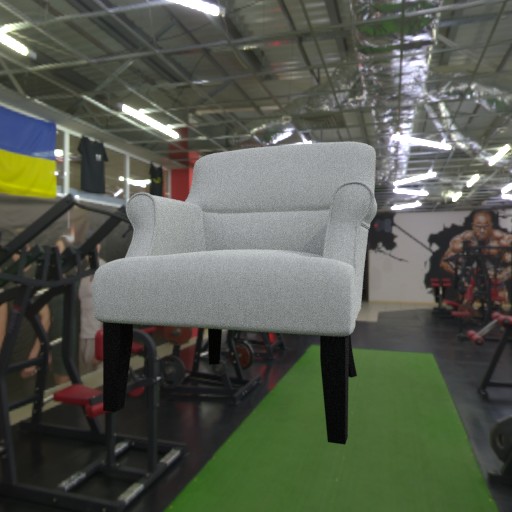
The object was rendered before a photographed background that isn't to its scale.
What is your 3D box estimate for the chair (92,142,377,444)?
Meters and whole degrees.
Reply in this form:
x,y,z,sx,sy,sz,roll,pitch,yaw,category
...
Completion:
x,y,z,sx,sy,sz,roll,pitch,yaw,category
0.000,0.000,1.462,0.781,0.875,0.750,0,0,19,chair
